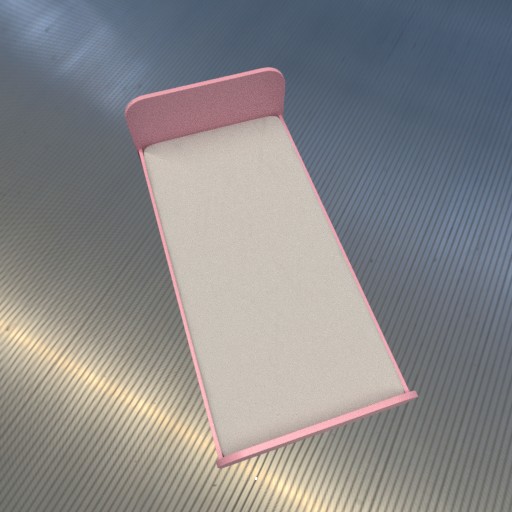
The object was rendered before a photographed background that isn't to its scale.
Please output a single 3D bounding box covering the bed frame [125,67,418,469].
[{"bbox_3d":[0.000,0.000,2.518,0.998,0.805,1.963,-16,64,-8],"label":"bed frame"}]
